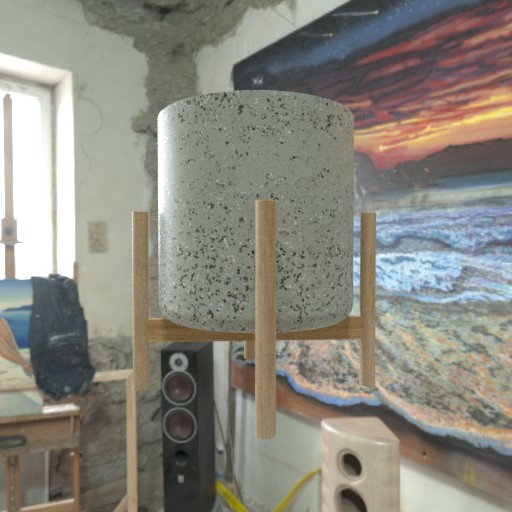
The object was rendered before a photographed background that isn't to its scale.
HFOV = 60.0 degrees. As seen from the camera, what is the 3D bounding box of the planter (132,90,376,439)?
[{"bbox_3d":[0.000,0.000,0.706,0.360,0.419,0.360,0,1,19],"label":"planter"}]
